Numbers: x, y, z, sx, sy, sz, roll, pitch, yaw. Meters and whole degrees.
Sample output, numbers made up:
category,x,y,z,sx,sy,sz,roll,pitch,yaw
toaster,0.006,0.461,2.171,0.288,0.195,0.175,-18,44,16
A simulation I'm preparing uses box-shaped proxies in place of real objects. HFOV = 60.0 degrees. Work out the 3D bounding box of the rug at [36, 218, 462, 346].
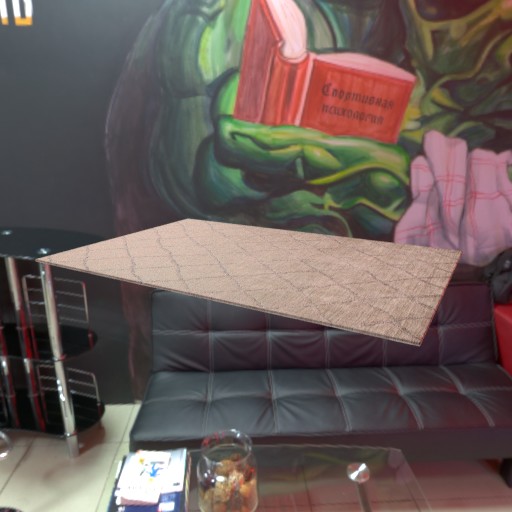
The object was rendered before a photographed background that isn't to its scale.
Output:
category,x,y,z,sx,sy,sz,roll,pitch,yaw
rug,0.000,0.000,2.840,2.280,0.015,1.521,9,18,28
